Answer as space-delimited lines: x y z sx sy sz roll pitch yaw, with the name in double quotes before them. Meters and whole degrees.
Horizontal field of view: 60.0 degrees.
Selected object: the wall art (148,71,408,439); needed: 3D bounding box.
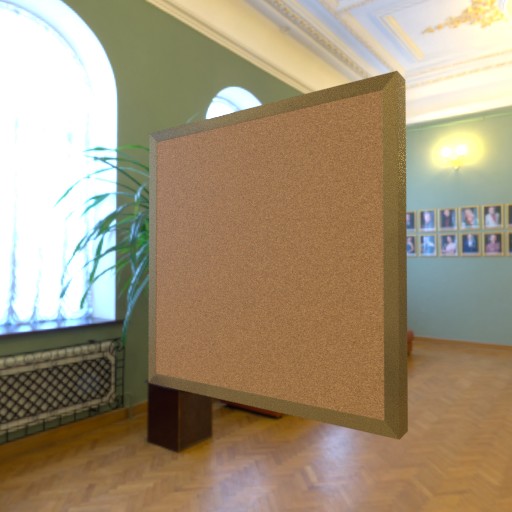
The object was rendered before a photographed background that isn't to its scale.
"wall art" 0.000 0.000 0.772 0.507 0.508 0.038 -1 -1 35
